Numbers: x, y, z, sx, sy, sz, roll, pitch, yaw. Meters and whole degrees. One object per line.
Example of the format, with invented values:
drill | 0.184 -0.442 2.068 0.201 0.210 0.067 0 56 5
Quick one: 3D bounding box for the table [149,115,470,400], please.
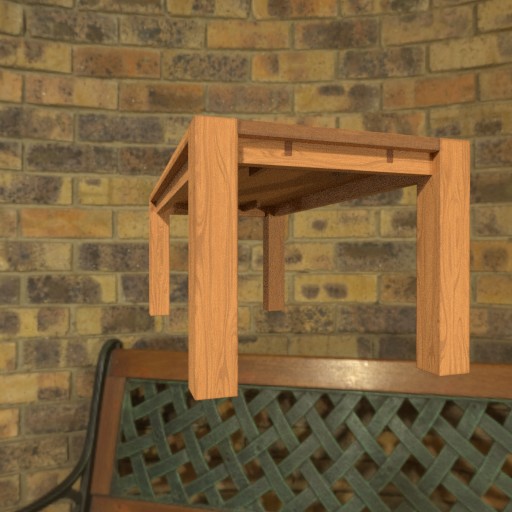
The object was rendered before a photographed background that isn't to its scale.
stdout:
table | 0.000 0.000 2.169 0.900 0.760 1.800 0 0 -17
